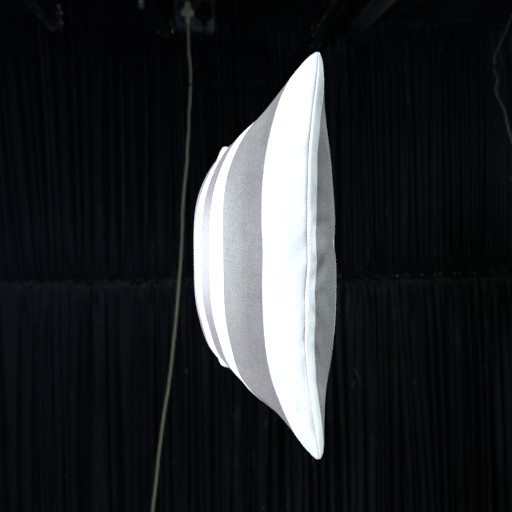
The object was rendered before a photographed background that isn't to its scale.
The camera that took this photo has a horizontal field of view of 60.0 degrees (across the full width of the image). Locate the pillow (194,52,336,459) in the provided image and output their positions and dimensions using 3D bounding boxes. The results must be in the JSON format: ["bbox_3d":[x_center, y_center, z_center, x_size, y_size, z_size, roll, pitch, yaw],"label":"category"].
[{"bbox_3d":[0.000,0.000,0.787,0.192,0.507,0.522,0,0,-17],"label":"pillow"}]
